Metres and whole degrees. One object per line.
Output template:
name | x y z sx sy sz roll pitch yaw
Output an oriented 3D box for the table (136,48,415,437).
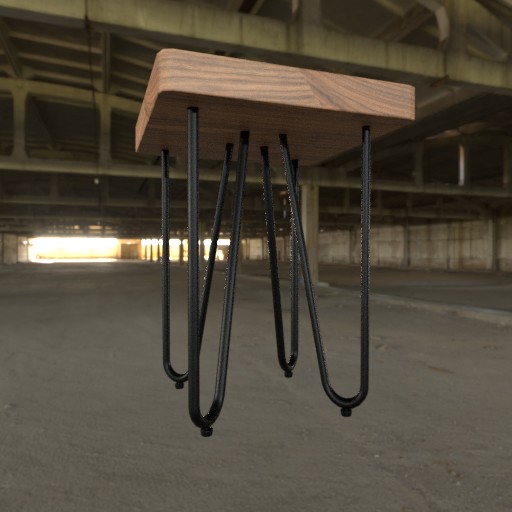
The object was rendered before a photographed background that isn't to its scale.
table | 0.000 0.000 0.978 0.480 0.641 0.479 0 1 -19
